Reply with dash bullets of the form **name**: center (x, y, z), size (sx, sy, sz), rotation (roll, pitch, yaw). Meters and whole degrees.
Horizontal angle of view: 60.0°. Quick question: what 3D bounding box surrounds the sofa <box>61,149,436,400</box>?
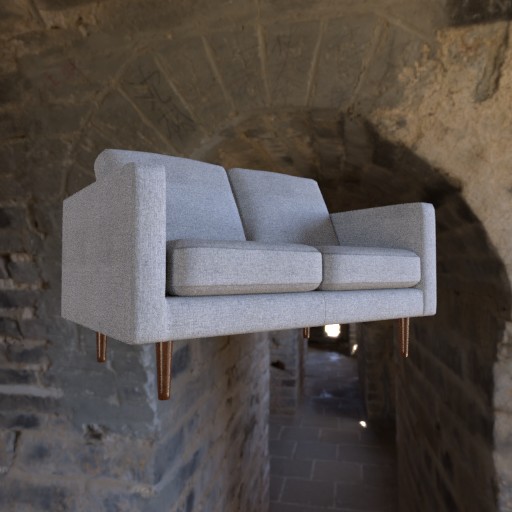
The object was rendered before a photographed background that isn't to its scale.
- **sofa**: center (0.000, 0.000, 2.099), size (1.527, 0.973, 0.969), rotation (1, -2, -35)
